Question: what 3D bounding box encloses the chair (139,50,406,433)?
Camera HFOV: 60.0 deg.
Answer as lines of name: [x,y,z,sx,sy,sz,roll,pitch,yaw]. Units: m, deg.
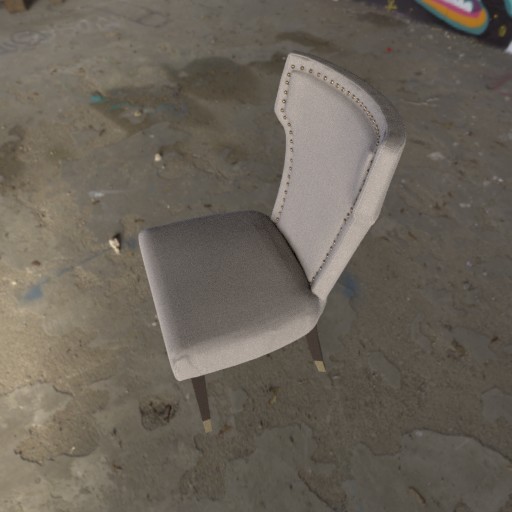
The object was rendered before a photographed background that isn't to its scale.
chair: [0.000,0.000,1.303,0.630,0.950,0.526,-15,48,-14]
